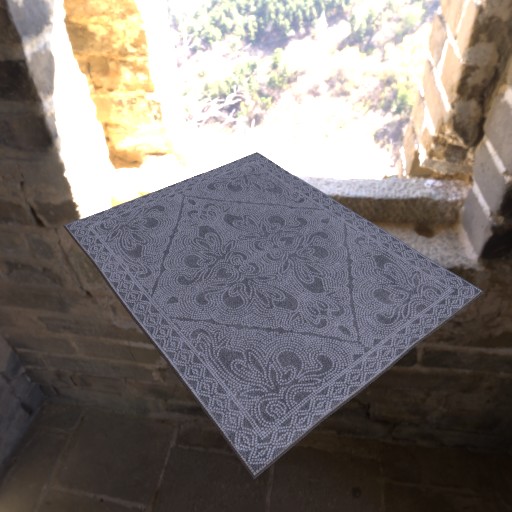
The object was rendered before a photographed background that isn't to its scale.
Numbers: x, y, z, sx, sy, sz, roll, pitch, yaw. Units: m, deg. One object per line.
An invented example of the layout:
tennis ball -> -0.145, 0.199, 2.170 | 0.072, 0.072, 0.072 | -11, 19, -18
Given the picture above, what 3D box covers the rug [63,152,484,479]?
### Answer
rug -> 0.000, 0.000, 3.994 | 2.438, 0.012, 3.048 | -27, 48, -27
